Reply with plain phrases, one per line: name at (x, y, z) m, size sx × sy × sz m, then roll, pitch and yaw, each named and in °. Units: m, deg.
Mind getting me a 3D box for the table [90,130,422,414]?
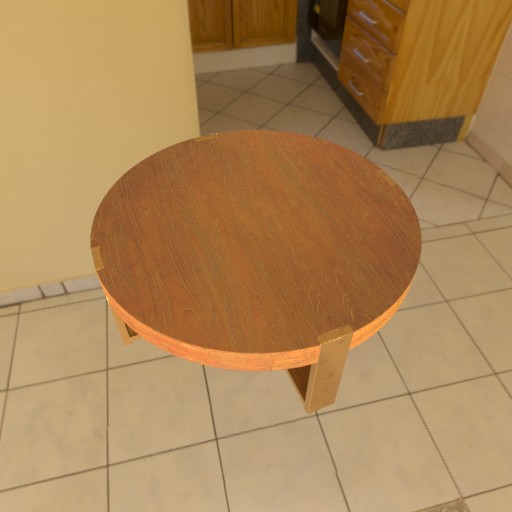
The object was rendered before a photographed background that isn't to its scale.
table at (0.000, 0.000, 1.675) m, size 1.100 × 0.420 × 1.100 m, roll 0°, pitch 46°, yaw 0°
